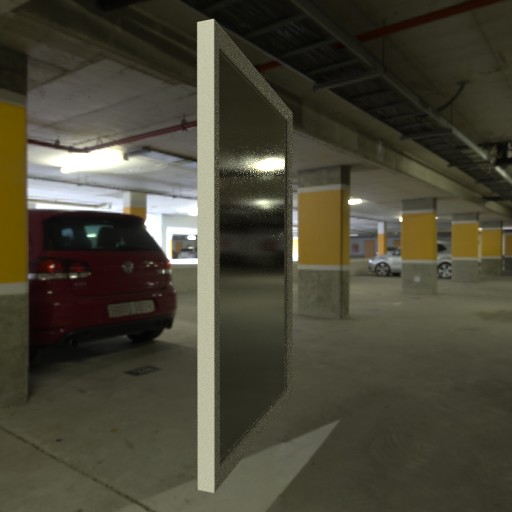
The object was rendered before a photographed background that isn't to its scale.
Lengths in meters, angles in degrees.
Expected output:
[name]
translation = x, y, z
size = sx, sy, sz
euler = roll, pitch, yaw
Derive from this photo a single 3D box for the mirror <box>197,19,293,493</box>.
[mirror]
translation = 0.000, 0.000, 1.149
size = 0.041, 0.914, 0.609
euler = 0, 0, 19
